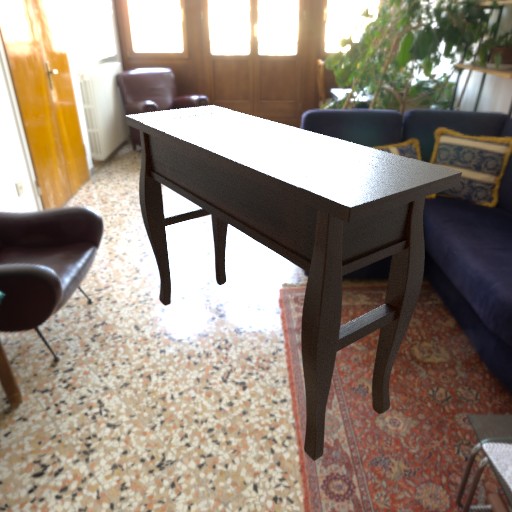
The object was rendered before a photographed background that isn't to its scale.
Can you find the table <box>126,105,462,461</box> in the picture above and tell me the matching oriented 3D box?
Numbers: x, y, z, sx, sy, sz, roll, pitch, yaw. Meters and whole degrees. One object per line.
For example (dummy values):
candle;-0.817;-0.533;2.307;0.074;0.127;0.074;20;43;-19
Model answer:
table;0.000;0.000;1.446;0.373;0.768;1.062;-19;33;-31
